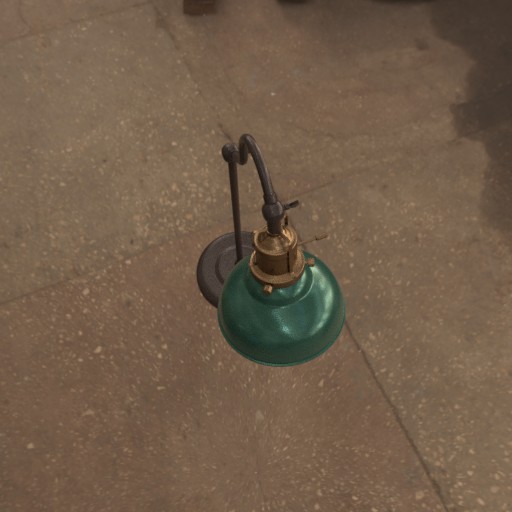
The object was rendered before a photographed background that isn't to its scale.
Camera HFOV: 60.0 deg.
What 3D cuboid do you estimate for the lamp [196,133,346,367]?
[{"bbox_3d":[0.000,0.000,0.692,0.192,0.508,0.374,-19,65,-9],"label":"lamp"}]
